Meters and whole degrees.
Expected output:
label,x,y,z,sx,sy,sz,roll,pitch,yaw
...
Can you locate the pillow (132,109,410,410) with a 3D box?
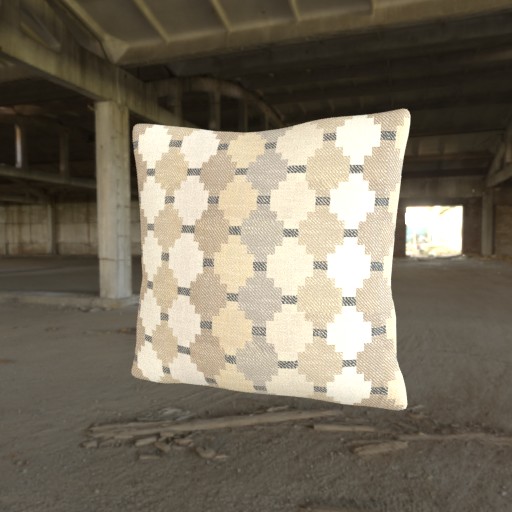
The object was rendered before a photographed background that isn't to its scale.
label,x,y,z,sx,sy,sz,roll,pitch,yaw
pillow,0.000,0.000,0.883,0.578,0.558,0.192,1,3,18
